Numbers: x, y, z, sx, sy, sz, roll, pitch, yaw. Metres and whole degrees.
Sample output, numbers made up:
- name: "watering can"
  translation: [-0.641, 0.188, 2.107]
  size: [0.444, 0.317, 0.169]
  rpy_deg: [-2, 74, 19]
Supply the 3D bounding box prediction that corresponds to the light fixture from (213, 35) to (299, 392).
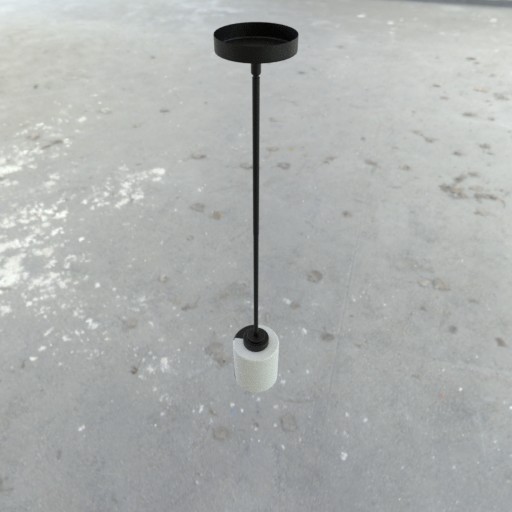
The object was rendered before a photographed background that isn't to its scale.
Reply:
- name: "light fixture"
  translation: [0.000, 0.000, 0.929]
  size: [0.123, 0.863, 0.123]
  rpy_deg: [11, 43, 13]
